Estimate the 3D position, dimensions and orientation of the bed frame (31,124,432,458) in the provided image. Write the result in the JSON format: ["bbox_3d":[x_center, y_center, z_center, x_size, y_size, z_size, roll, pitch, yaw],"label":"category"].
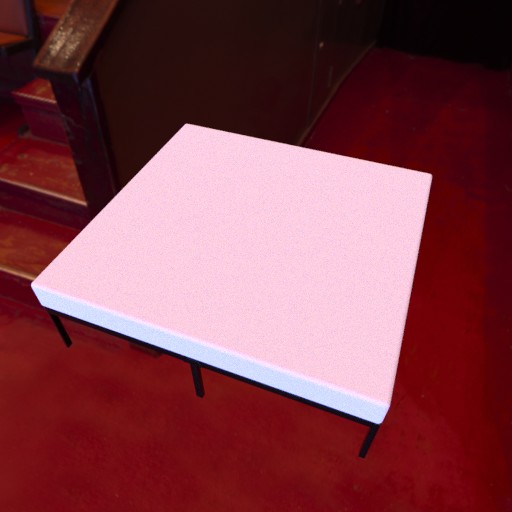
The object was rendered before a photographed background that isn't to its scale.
[{"bbox_3d":[0.000,0.000,3.159,2.079,0.659,1.963,16,48,14],"label":"bed frame"}]
